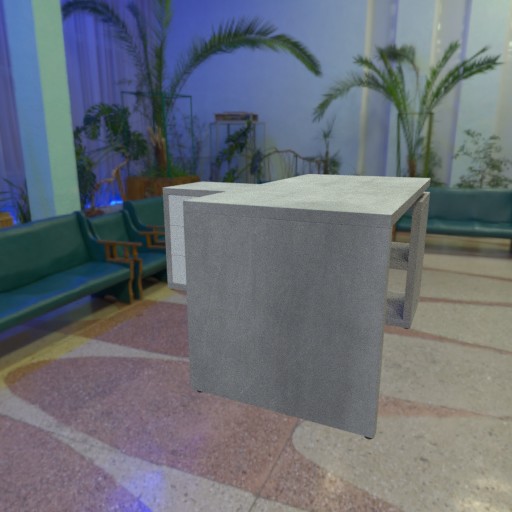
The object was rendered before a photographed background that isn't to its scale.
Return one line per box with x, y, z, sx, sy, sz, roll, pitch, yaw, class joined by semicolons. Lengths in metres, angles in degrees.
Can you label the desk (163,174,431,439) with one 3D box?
0.000;0.000;2.258;1.500;0.740;1.400;7;16;24;desk
